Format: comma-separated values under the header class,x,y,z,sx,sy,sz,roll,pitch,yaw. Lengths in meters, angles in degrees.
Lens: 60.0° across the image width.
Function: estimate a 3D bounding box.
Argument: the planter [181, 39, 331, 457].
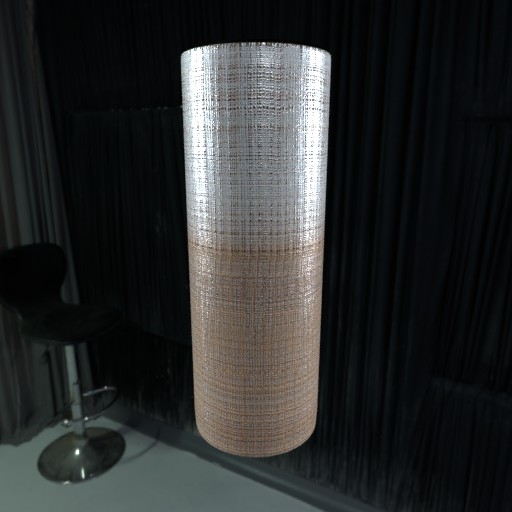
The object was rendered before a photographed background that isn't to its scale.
class,x,y,z,sx,sy,sz,roll,pitch,yaw
planter,0.000,0.000,0.331,0.099,0.278,0.099,7,17,26
